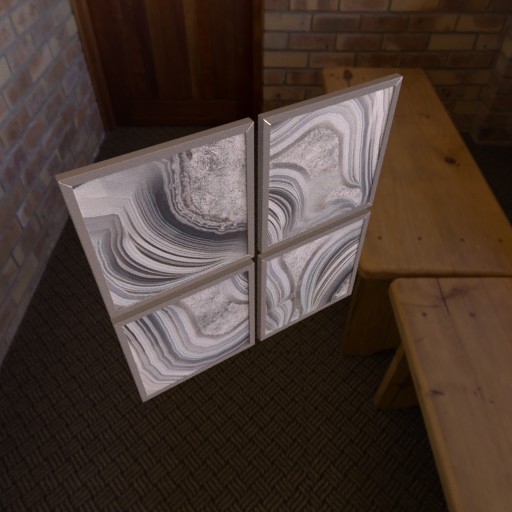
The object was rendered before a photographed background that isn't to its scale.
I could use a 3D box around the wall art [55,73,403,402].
[{"bbox_3d":[0.000,0.000,1.661,1.118,1.118,0.029,-24,50,-22],"label":"wall art"}]
